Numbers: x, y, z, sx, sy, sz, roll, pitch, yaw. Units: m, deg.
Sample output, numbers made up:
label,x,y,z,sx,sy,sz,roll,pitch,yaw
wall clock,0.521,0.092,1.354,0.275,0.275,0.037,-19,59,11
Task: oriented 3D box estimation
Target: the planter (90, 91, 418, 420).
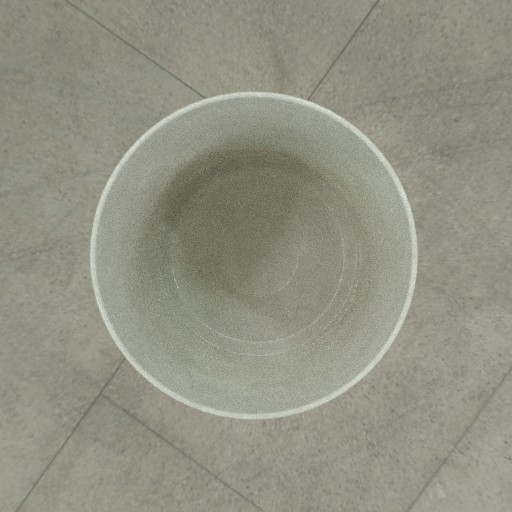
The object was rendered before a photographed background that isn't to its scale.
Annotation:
label,x,y,z,sx,sy,sz,roll,pitch,yaw
planter,0.000,0.000,0.455,0.250,0.239,0.250,0,90,1
